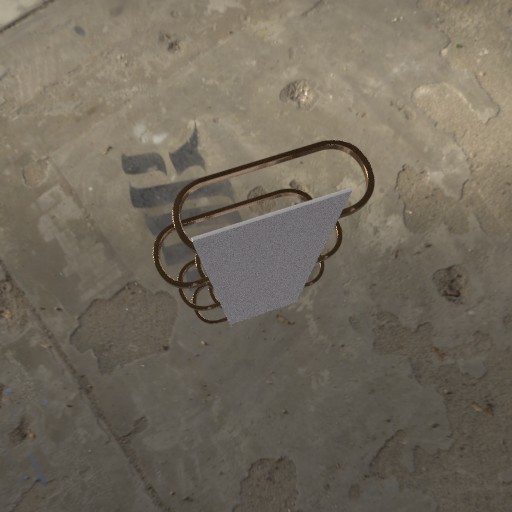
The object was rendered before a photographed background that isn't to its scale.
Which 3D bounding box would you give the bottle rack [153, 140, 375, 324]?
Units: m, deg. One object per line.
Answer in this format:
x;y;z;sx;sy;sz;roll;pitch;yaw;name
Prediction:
0.000;0.000;0.833;0.332;0.709;0.118;-18;75;-5;bottle rack
